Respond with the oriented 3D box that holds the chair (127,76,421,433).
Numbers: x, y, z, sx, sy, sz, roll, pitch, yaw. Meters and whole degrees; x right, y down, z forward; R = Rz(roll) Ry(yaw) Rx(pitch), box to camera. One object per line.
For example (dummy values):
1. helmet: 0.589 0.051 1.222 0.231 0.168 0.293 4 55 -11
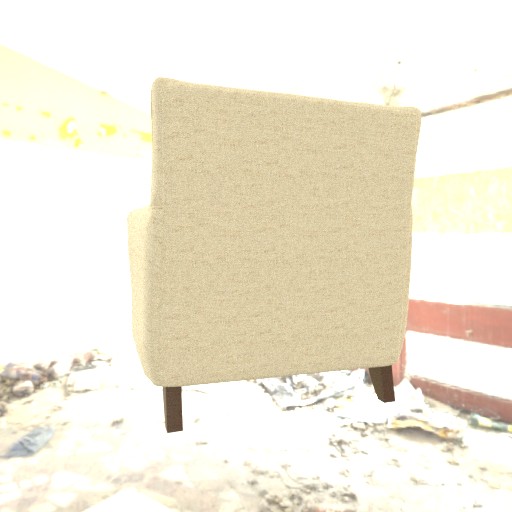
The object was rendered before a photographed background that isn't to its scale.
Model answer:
1. chair: 0.000 0.000 1.614 0.870 0.943 0.823 -1 2 -19
